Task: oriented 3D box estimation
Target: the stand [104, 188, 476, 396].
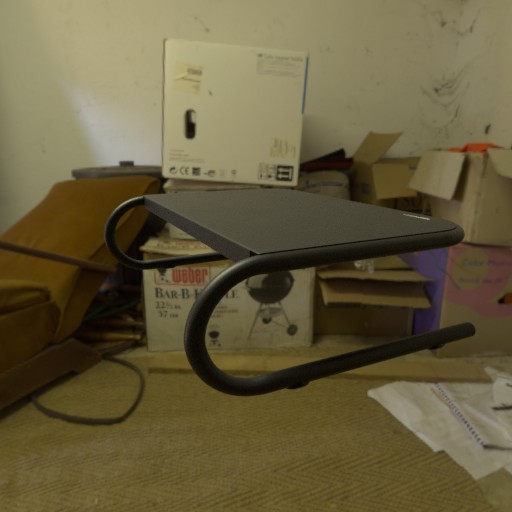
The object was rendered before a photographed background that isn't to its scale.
[{"bbox_3d":[0.000,0.000,0.502,0.280,0.108,0.370,-7,16,-25],"label":"stand"}]
